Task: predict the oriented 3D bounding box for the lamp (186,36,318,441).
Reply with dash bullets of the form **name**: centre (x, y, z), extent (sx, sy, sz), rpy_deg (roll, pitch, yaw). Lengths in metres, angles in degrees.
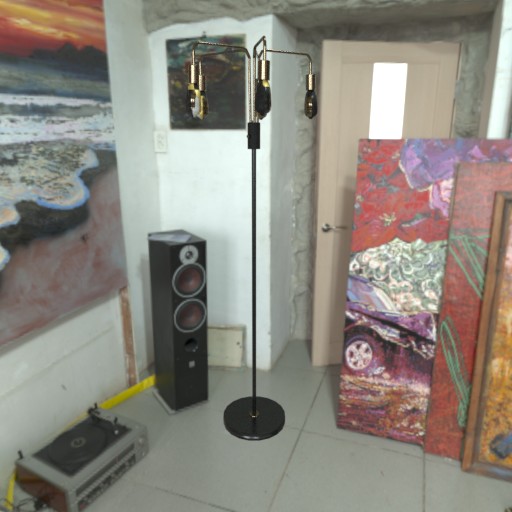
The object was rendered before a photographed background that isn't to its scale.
- **lamp**: centre (0.000, 0.000, 1.995), extent (0.572, 1.721, 0.599), rpy_deg (-3, 16, -9)
